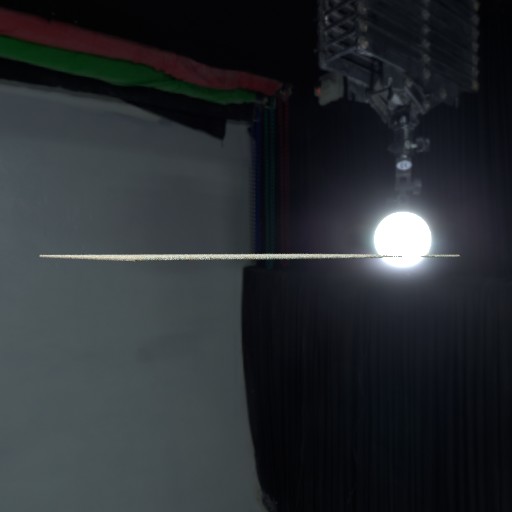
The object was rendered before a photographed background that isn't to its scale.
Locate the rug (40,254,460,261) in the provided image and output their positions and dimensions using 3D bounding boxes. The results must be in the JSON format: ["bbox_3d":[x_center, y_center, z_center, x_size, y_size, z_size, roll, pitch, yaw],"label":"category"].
[{"bbox_3d":[0.000,0.000,2.317,1.824,0.010,1.240,0,1,-38],"label":"rug"}]
